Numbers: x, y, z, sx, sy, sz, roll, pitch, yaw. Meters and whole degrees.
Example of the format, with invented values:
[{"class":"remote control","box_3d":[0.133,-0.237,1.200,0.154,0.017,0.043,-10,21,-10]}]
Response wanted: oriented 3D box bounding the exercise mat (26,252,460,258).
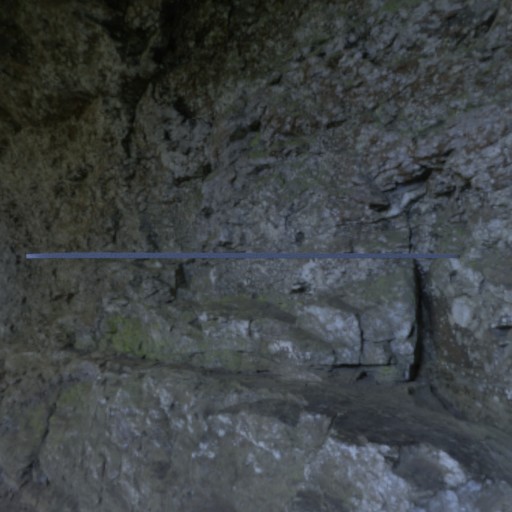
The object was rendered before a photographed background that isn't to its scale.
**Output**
[{"class":"exercise mat","box_3d":[0.000,0.000,2.111,1.884,0.021,0.616,0,0,-17]}]
